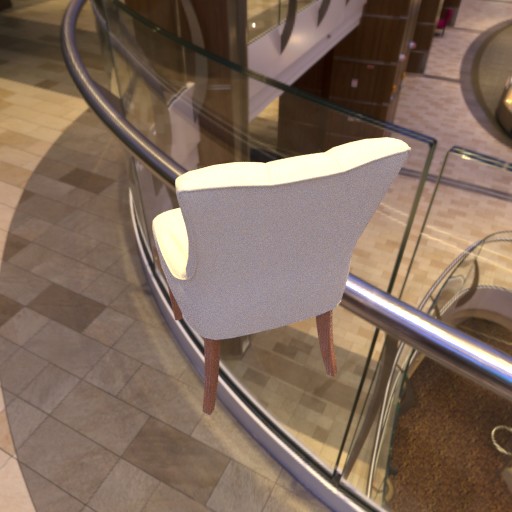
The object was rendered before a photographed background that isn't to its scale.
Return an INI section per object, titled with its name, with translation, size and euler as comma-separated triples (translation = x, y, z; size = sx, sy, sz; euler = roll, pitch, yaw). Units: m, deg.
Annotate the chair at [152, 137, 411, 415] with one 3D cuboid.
[chair]
translation = 0.000, 0.000, 1.230
size = 0.509, 0.874, 0.565
euler = -13, 44, -14
